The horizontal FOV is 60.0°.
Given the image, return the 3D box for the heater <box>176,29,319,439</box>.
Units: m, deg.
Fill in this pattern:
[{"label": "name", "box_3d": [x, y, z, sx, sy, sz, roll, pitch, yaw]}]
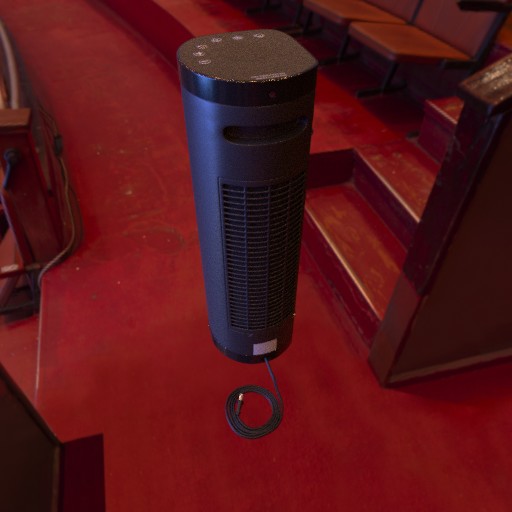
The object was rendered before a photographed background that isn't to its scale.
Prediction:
[{"label": "heater", "box_3d": [0.000, 0.000, 0.681, 0.174, 0.552, 0.312, -12, 45, -13]}]
